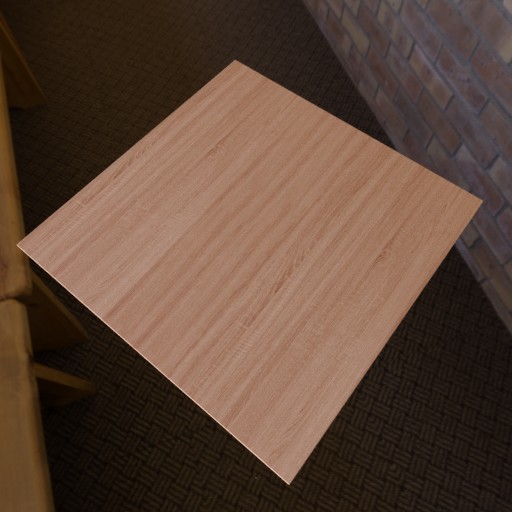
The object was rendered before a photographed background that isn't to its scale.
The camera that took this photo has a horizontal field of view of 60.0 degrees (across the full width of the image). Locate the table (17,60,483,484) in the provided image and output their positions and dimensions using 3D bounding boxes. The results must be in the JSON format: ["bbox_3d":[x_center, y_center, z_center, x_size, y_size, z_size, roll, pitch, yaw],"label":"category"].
[{"bbox_3d":[0.000,0.000,1.030,0.670,0.305,0.670,36,69,16],"label":"table"}]
